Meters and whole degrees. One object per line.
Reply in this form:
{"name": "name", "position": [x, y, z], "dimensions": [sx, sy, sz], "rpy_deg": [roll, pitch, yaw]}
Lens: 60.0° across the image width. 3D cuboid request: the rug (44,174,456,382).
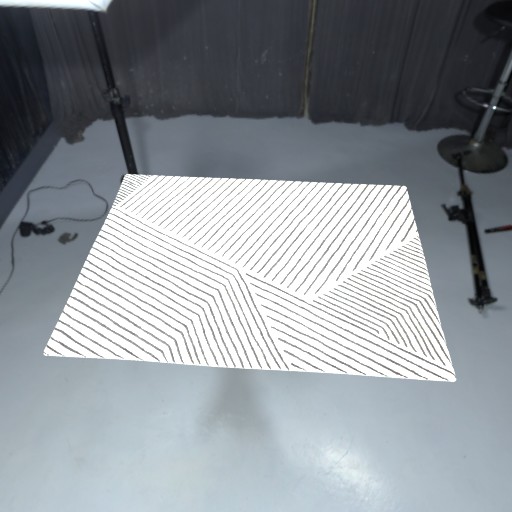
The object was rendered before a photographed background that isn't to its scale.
{"name": "rug", "position": [0.000, 0.000, 3.236], "dimensions": [2.449, 0.028, 1.829], "rpy_deg": [3, 47, 3]}
